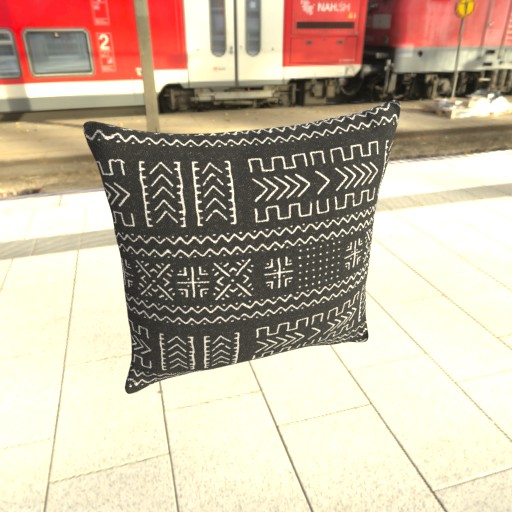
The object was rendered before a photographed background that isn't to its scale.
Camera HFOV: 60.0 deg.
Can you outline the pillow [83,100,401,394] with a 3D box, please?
[{"bbox_3d":[0.000,0.000,0.671,0.438,0.430,0.164,-9,29,-16],"label":"pillow"}]
